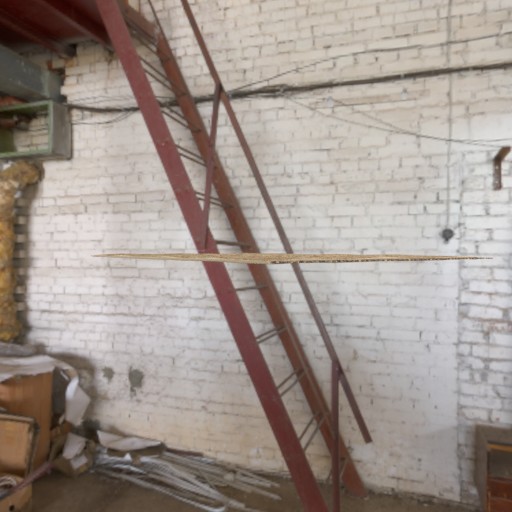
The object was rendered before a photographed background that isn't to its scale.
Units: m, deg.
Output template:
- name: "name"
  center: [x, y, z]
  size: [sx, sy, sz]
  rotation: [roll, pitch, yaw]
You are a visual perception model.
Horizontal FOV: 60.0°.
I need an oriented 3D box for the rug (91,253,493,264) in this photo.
- name: "rug"
  center: [0.000, 0.000, 3.001]
  size: [1.529, 0.027, 2.434]
  rotation: [-1, 1, -36]
